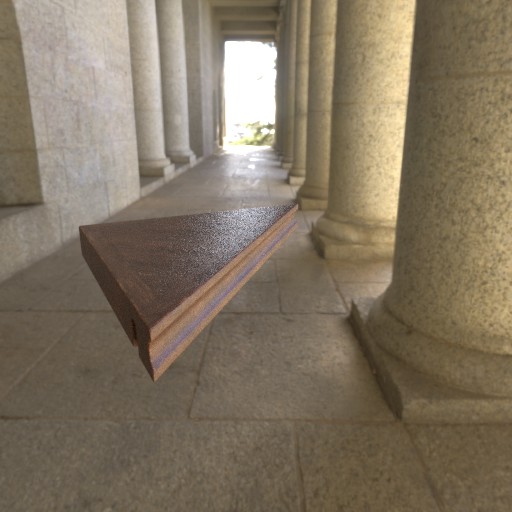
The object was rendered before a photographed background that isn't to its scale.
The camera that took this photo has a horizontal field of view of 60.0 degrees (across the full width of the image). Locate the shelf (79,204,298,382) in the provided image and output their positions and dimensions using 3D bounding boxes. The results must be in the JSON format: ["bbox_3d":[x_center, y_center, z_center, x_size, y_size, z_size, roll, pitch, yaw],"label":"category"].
[{"bbox_3d":[0.000,0.000,0.447,0.296,0.035,0.296,-9,19,-27],"label":"shelf"}]
